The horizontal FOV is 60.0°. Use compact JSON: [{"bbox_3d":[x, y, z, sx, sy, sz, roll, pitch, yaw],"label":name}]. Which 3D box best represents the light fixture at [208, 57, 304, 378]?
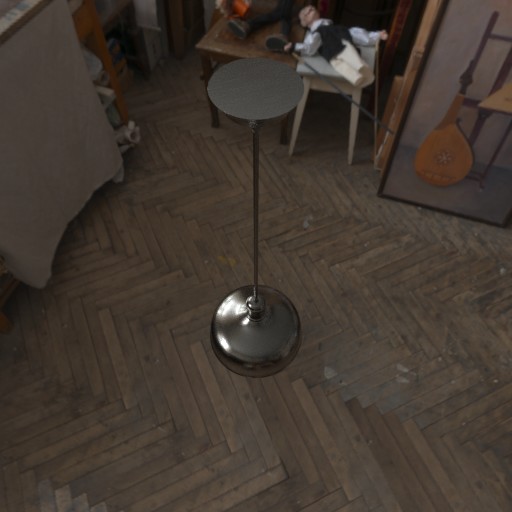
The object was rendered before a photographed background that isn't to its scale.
[{"bbox_3d":[0.000,0.000,1.049,0.299,0.935,0.299,-16,59,-10],"label":"light fixture"}]
